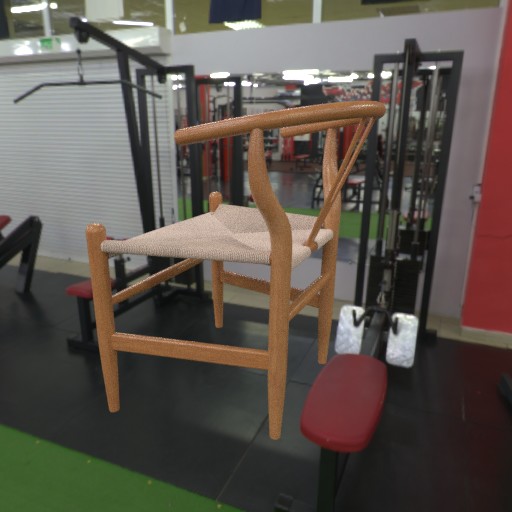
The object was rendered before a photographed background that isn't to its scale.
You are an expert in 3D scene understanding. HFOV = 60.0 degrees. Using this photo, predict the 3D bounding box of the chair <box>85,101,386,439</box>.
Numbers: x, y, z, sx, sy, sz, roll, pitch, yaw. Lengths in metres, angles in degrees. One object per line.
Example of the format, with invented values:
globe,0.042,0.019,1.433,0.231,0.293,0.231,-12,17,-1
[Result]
chair,0.000,0.000,1.126,0.579,0.730,0.569,8,18,24
